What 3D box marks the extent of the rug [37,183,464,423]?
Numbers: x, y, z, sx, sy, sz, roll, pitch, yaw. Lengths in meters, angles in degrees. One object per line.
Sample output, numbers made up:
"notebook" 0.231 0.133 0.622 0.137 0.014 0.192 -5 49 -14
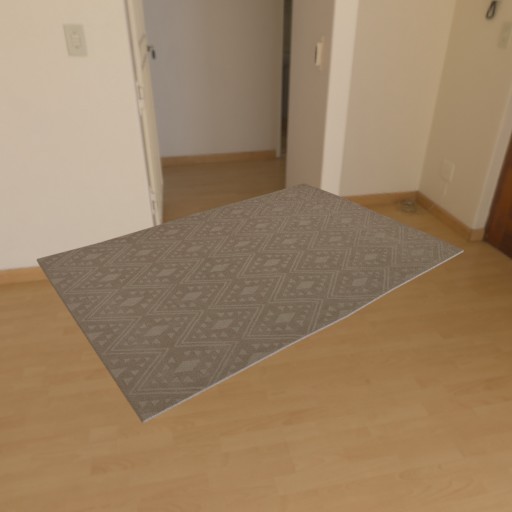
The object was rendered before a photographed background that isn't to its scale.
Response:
"rug" 0.000 0.000 2.285 1.829 0.034 1.252 -21 36 -32
